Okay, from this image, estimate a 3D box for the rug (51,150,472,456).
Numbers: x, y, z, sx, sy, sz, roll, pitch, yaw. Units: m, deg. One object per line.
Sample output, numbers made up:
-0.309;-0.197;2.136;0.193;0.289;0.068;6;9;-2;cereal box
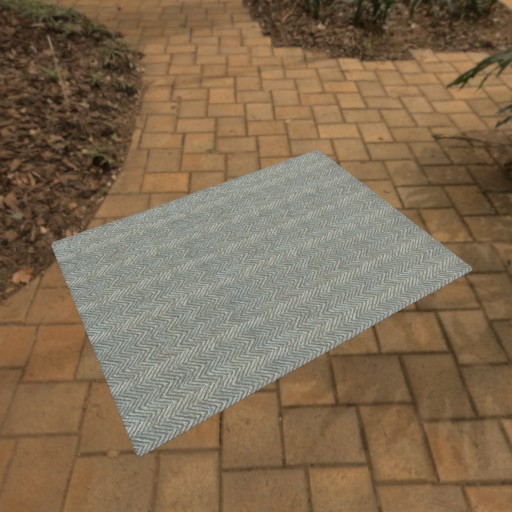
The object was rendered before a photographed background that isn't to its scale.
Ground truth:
0.000;0.000;5.115;3.957;0.011;2.894;-23;50;-21;rug
